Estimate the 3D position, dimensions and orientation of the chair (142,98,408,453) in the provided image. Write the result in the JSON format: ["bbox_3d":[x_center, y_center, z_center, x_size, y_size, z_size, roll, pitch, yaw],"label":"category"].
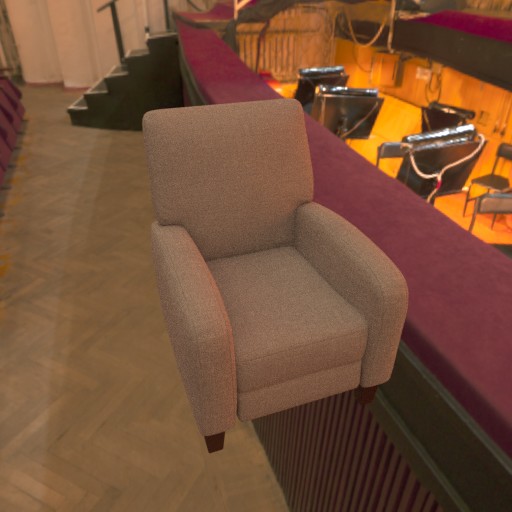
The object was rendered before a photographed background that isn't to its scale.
[{"bbox_3d":[0.000,0.000,1.721,0.762,0.990,0.990,-11,34,-17],"label":"chair"}]
